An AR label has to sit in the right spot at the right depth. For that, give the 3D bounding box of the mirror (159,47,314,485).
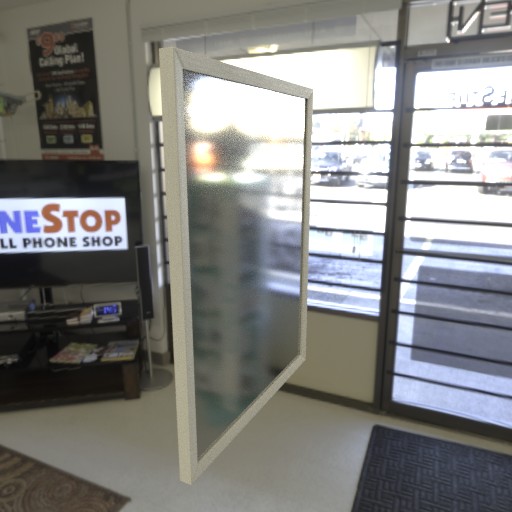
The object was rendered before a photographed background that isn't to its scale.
[{"bbox_3d":[0.000,0.000,1.325,0.040,1.016,0.762,7,16,27],"label":"mirror"}]
